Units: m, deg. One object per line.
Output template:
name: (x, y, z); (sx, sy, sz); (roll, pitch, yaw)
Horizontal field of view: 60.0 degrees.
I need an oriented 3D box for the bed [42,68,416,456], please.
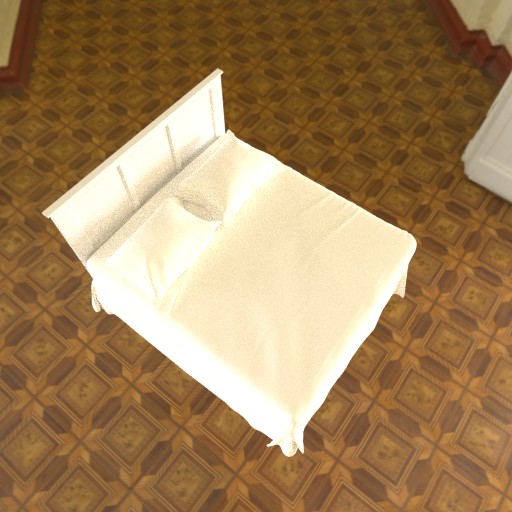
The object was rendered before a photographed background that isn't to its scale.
bed: (0.000, 0.000, 3.227); (2.047, 1.269, 1.876); (33, 65, 17)
